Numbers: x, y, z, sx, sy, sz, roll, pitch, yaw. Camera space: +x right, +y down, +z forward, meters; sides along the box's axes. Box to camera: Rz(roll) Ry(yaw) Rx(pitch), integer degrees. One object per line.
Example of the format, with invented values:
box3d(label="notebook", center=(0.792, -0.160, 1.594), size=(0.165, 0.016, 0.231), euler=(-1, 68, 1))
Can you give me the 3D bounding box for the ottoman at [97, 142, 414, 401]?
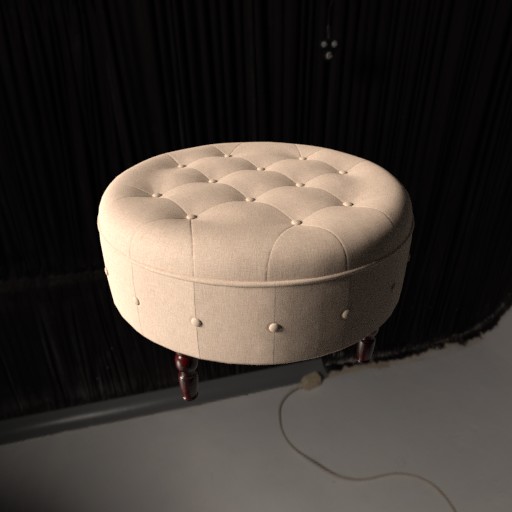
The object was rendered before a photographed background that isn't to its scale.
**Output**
box3d(label="ottoman", center=(0.000, 0.000, 1.324), size=(0.848, 0.494, 0.848), euler=(0, 29, 0))
